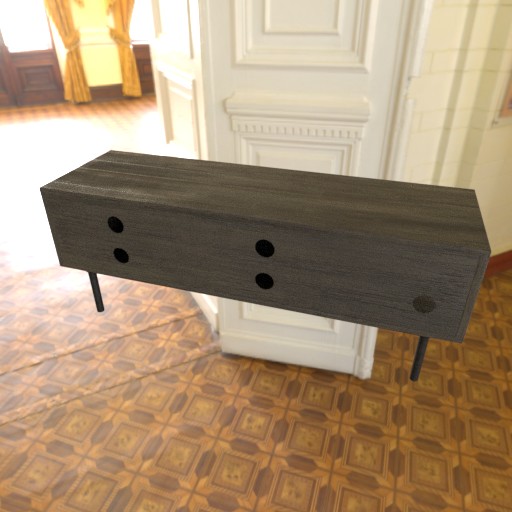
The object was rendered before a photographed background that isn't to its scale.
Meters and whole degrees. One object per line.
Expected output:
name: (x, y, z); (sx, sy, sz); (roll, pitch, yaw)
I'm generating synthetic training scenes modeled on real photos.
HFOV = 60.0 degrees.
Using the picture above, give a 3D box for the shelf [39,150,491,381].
shelf: (0.000, 0.000, 1.509); (1.300, 0.495, 0.400); (9, 32, 15)
